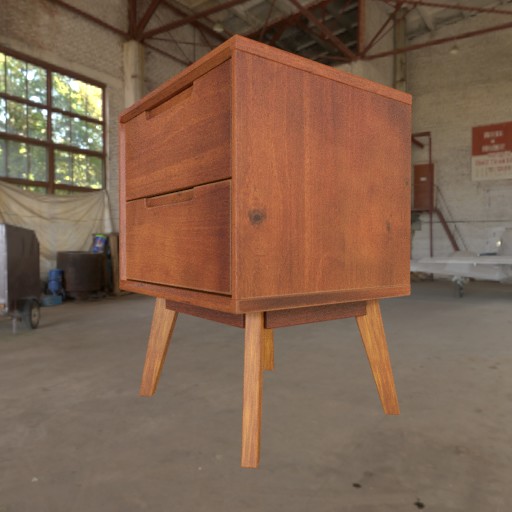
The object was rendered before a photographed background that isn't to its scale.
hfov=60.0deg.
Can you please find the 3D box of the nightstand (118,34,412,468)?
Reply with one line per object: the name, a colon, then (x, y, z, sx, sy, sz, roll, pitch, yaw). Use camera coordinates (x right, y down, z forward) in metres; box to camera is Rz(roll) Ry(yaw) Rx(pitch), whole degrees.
nightstand: (0.000, 0.000, 0.916, 0.411, 0.618, 0.460, -1, 2, -37)
